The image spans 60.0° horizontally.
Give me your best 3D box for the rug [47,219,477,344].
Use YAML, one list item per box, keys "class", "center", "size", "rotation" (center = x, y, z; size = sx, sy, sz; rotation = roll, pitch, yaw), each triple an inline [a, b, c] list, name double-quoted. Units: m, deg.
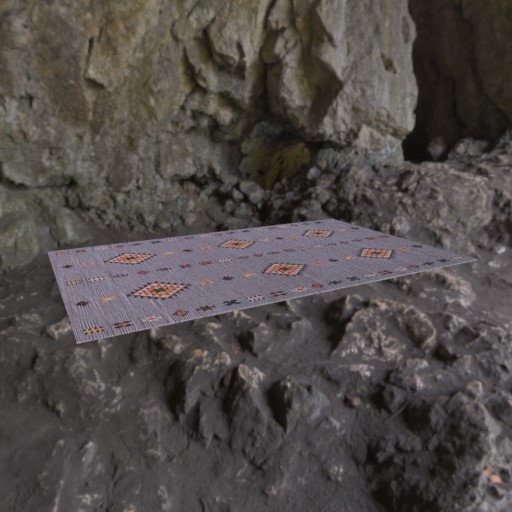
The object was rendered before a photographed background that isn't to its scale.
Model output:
- class: "rug"
  center: [0.000, 0.000, 2.943]
  size: [2.427, 0.007, 1.515]
  rotation: [-9, 18, -27]
